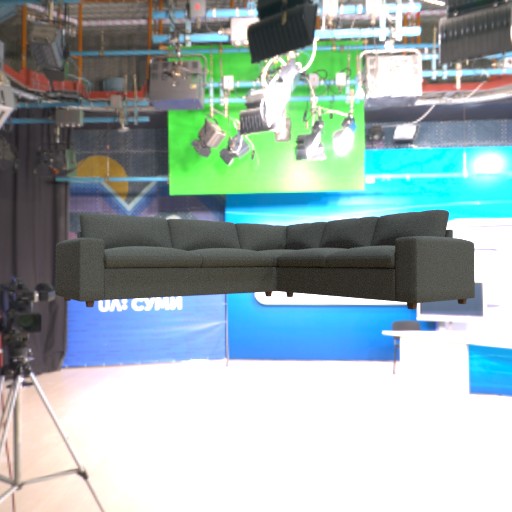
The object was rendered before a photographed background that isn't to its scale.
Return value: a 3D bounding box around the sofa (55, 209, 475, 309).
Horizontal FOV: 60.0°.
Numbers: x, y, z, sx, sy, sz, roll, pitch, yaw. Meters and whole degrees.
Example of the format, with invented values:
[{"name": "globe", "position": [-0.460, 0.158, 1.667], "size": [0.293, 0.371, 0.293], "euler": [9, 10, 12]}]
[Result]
[{"name": "sofa", "position": [0.000, 0.000, 4.601], "size": [3.277, 0.965, 2.895], "euler": [1, -1, -36]}]
